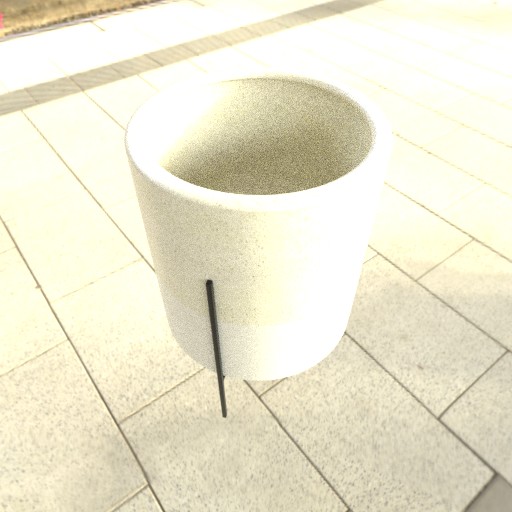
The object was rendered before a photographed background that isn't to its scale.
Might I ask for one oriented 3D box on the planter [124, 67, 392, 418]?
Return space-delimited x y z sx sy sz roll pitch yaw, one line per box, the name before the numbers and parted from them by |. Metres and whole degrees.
planter | 0.000 0.000 0.719 0.324 0.483 0.333 -31 54 -26
